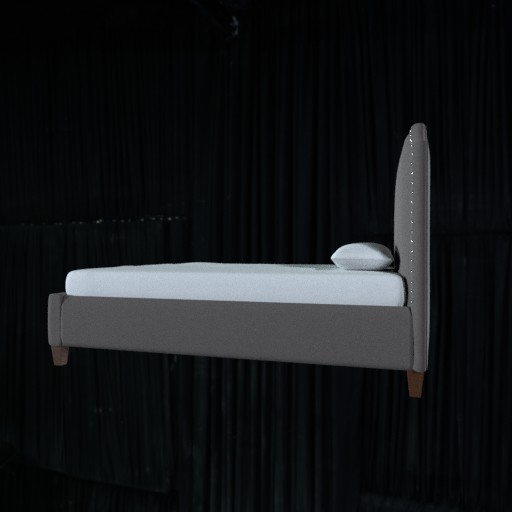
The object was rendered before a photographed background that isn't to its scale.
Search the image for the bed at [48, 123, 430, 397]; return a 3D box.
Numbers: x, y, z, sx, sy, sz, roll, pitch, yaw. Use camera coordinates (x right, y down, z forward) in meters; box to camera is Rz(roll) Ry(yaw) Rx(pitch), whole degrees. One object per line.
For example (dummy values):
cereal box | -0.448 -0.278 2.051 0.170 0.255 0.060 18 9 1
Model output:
bed | 0.000 0.000 3.379 2.372 1.443 1.713 0 0 17
